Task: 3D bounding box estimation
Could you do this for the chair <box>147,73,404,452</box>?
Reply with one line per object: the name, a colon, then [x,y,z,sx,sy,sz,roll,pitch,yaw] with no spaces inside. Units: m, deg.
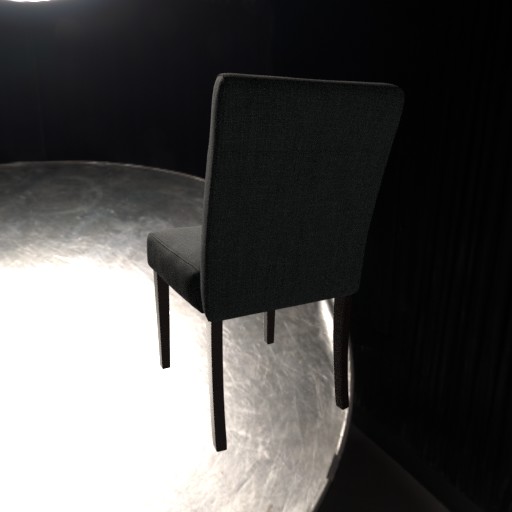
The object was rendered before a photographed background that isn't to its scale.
chair: [0.000,0.000,1.252,0.487,0.884,0.629,-8,17,-26]
